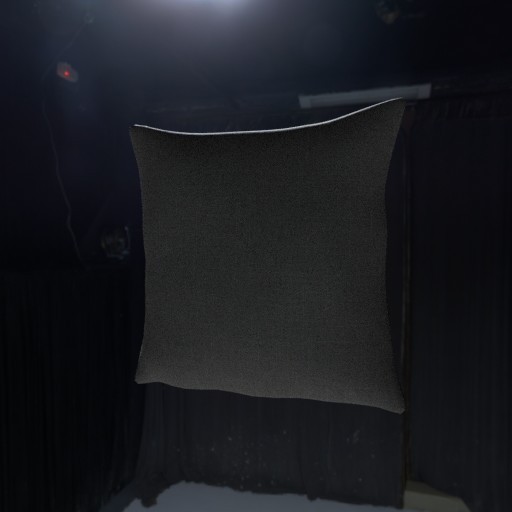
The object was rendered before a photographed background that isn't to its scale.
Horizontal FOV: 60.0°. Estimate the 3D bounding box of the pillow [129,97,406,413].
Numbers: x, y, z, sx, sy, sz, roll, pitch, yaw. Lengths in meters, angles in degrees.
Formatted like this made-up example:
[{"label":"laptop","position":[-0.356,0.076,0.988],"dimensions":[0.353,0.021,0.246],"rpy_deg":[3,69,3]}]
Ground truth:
[{"label":"pillow","position":[0.000,0.000,0.676],"dimensions":[0.435,0.432,0.138],"rpy_deg":[0,1,18]}]
